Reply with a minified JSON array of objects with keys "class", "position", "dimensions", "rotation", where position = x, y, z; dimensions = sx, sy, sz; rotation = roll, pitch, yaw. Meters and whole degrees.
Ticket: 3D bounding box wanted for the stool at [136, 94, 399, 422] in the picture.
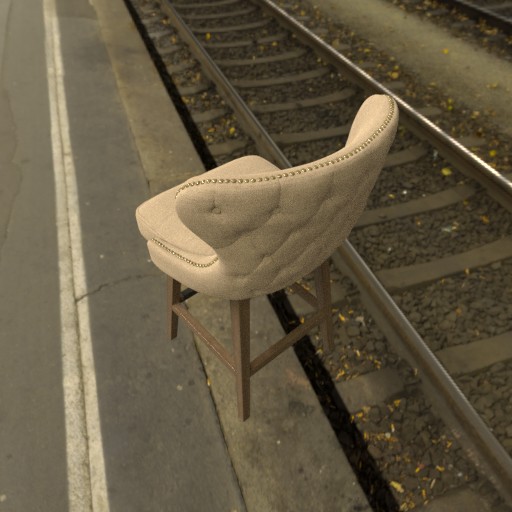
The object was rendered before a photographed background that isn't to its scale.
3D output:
[{"class":"stool","position":[0.000,0.000,1.343],"dimensions":[0.615,0.972,0.597],"rotation":[-31,52,-28]}]
